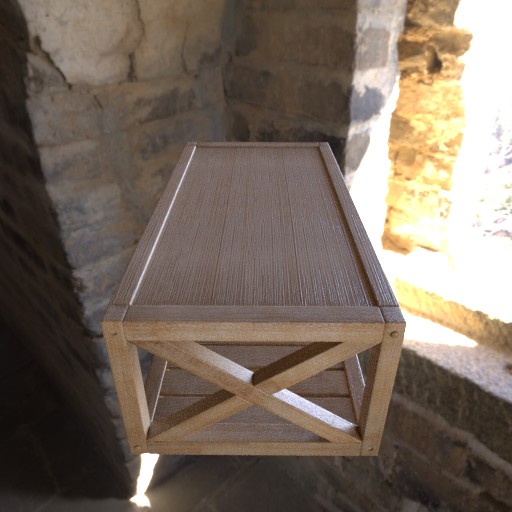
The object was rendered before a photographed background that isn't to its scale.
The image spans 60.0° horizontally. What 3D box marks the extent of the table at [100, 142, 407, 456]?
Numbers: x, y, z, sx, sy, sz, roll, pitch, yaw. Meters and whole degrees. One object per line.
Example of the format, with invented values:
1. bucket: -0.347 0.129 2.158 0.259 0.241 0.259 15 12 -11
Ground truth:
1. table: 0.000 0.000 1.626 0.660 0.457 1.321 0 31 0
